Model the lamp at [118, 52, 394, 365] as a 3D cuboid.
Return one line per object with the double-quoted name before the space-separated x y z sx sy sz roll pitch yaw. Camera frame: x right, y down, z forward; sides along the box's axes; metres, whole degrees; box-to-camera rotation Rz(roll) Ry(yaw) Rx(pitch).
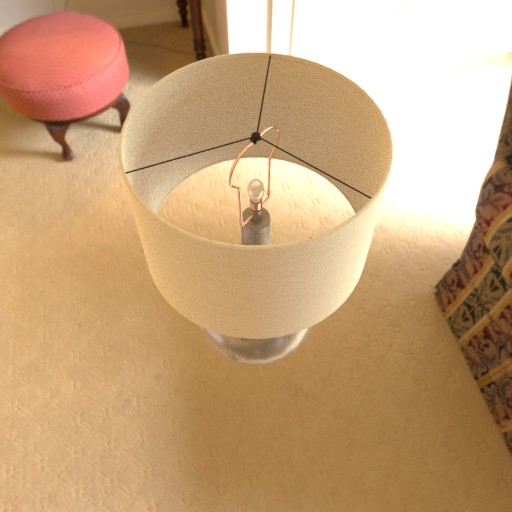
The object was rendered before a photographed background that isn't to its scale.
"lamp" 0.000 0.000 0.720 0.330 0.521 0.330 0 58 0
